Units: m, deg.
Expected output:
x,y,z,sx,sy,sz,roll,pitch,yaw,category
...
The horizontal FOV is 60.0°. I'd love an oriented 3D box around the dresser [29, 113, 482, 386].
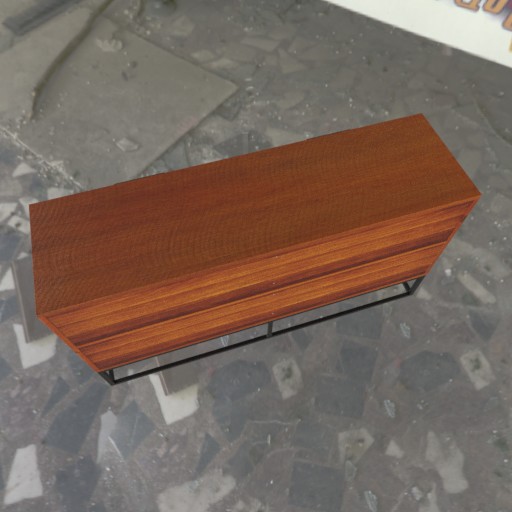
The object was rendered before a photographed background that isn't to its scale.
x,y,z,sx,sy,sz,roll,pitch,yaw,category
0.000,0.000,1.913,1.536,0.810,0.464,-15,60,-9,dresser
